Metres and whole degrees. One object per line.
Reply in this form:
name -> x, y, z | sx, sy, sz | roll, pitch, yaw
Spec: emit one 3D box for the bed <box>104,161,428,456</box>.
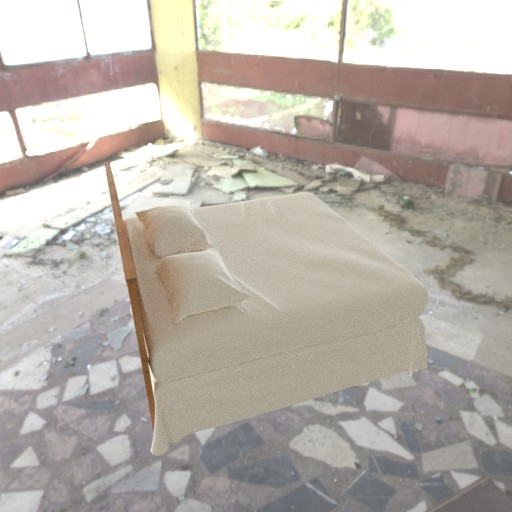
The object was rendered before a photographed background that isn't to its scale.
bed -> 0.000, 0.000, 3.741 | 2.215, 1.270, 2.317 | -10, 32, -17
